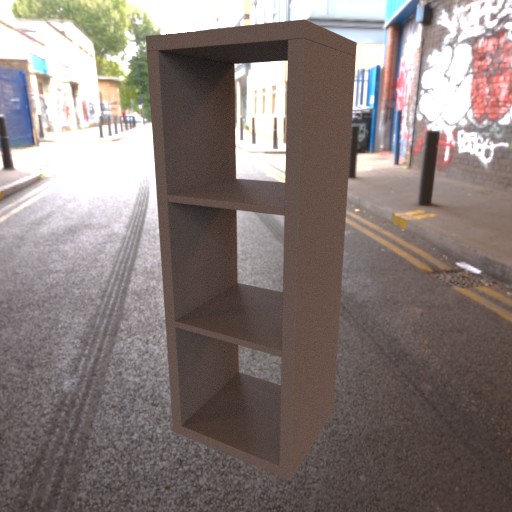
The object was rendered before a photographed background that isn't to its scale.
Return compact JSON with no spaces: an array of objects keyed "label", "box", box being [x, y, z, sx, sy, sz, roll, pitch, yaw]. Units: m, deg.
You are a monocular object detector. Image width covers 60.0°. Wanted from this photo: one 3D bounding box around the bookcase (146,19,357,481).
[{"label":"bookcase","box":[0.000,0.000,1.217,0.390,1.080,0.330,10,20,27]}]
